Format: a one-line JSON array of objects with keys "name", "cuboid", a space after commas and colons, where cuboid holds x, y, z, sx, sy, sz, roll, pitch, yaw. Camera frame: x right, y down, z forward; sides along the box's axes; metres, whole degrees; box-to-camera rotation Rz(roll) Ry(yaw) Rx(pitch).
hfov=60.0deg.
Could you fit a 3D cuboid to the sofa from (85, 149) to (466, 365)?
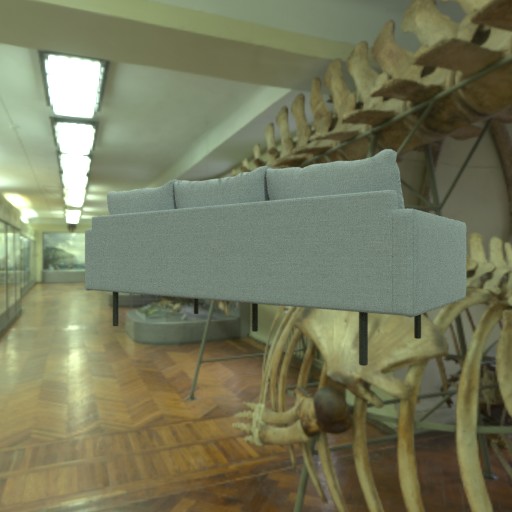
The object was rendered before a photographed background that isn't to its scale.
[{"name": "sofa", "cuboid": [0.000, 0.000, 2.451, 2.000, 0.830, 0.850, 0, 0, 37]}]
